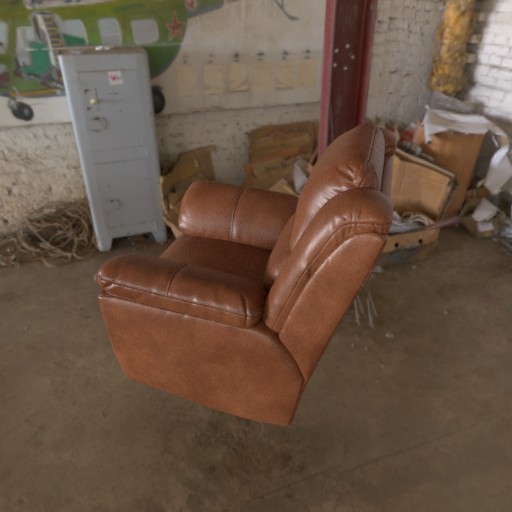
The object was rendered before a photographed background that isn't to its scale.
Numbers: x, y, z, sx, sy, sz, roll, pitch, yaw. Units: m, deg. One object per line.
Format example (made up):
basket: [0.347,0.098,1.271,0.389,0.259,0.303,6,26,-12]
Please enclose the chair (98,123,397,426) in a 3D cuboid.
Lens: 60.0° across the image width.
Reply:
chair: [0.000,0.000,1.935,1.041,1.093,0.990,8,32,14]
